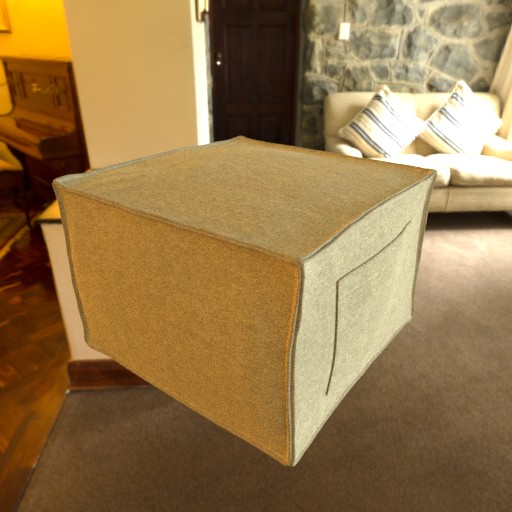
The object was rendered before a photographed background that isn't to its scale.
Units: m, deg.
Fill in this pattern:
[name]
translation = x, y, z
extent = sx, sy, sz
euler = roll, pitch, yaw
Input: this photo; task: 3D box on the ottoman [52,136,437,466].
[ottoman]
translation = 0.000, 0.000, 1.158
extent = 0.696, 0.470, 0.707
euler = 18, 31, 33
